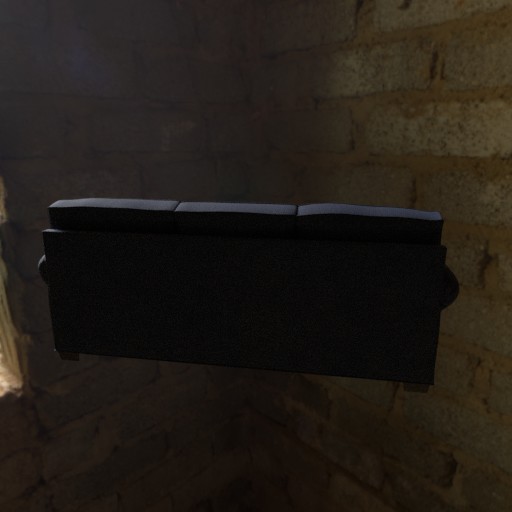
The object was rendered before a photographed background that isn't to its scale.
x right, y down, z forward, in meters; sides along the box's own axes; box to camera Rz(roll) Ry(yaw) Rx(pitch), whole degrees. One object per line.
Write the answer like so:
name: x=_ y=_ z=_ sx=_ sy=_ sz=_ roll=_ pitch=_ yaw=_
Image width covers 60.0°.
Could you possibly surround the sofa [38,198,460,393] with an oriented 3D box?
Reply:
sofa: x=0.000 y=0.000 z=3.423 sx=2.567 sy=1.063 sz=1.780 roll=3 pitch=16 yaw=9
